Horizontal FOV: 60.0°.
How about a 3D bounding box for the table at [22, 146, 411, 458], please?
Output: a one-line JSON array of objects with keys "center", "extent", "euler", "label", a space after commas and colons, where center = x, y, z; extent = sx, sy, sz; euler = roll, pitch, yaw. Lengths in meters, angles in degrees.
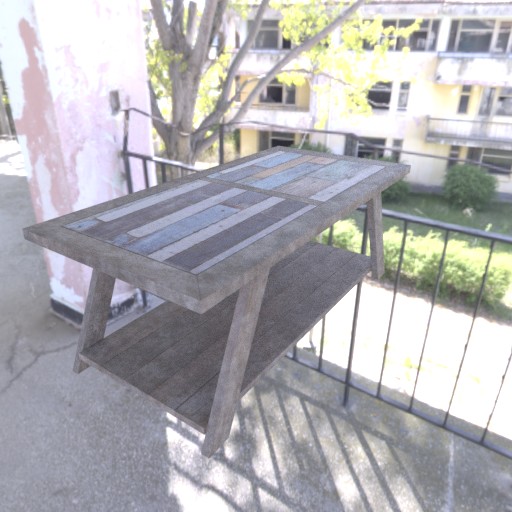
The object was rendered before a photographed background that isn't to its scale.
[{"center": [0.000, 0.000, 1.529], "extent": [0.610, 0.470, 1.219], "euler": [17, 31, 31], "label": "table"}]
